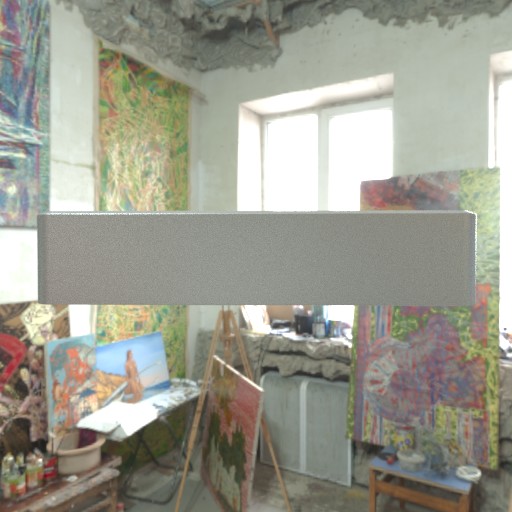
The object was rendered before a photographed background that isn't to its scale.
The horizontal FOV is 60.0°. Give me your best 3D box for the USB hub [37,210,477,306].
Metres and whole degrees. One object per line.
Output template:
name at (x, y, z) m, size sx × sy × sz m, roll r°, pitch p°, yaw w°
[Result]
USB hub at (0.000, 0.000, 0.129) m, size 0.110 × 0.023 × 0.044 m, roll 0°, pitch 1°, yaw 1°
